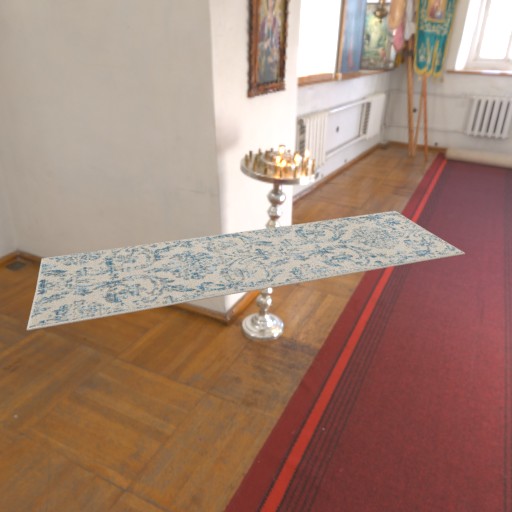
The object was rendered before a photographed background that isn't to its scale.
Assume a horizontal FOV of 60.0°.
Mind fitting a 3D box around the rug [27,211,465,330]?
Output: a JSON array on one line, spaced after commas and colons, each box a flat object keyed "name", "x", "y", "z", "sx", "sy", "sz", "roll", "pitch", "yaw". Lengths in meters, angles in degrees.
[{"name": "rug", "x": 0.000, "y": 0.000, "z": 2.398, "sx": 2.196, "sy": 0.011, "sz": 0.662, "roll": -9, "pitch": 29, "yaw": -16}]
